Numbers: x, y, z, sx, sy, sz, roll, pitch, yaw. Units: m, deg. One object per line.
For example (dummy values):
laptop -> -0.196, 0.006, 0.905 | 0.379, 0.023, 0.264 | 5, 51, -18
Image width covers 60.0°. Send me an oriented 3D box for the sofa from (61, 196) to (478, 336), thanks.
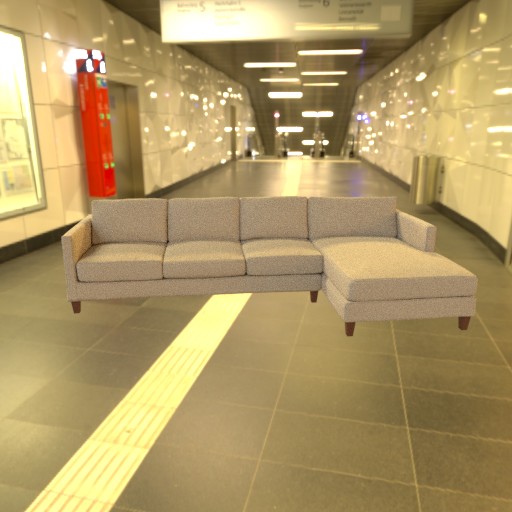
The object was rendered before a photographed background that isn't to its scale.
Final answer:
sofa -> 0.000, 0.000, 3.881 | 3.186, 0.861, 1.625 | -2, 16, -6
